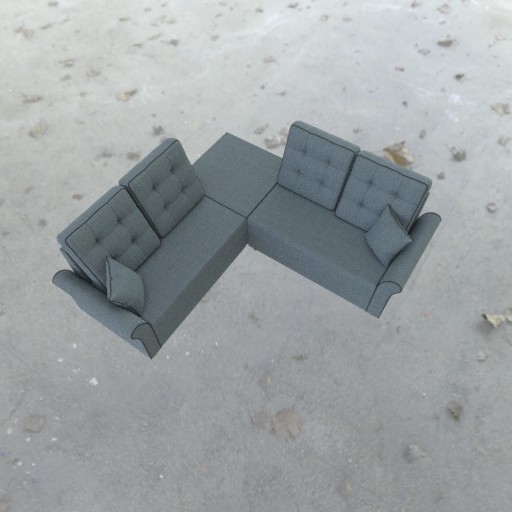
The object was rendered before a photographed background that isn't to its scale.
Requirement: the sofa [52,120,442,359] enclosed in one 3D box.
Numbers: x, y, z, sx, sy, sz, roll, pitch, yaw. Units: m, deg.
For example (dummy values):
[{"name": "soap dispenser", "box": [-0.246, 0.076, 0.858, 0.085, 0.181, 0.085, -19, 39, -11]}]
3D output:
[{"name": "sofa", "box": [0.000, 0.000, 3.344, 2.070, 0.988, 2.068, 29, 61, 18]}]
